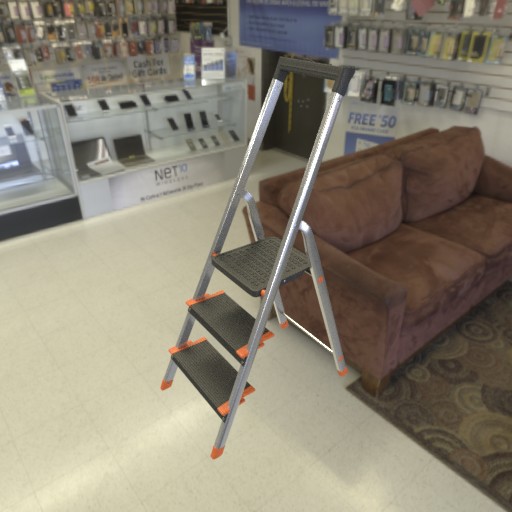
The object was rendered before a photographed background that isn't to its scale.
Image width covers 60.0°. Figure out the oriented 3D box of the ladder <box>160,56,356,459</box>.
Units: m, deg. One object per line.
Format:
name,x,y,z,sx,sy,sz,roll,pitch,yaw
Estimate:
ladder,0.000,0.000,1.555,0.686,1.229,0.416,-21,37,-31
